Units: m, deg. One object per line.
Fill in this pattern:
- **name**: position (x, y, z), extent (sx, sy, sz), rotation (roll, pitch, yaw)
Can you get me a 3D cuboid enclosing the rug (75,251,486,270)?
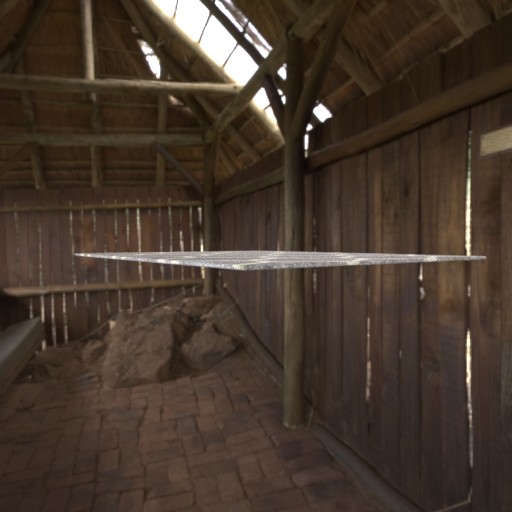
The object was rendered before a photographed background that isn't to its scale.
- **rug**: position (0.000, 0.000, 4.035), extent (2.399, 0.026, 3.000), rotation (-1, 2, -37)
